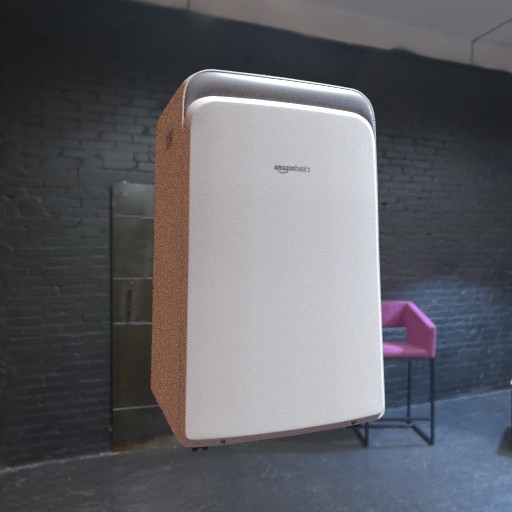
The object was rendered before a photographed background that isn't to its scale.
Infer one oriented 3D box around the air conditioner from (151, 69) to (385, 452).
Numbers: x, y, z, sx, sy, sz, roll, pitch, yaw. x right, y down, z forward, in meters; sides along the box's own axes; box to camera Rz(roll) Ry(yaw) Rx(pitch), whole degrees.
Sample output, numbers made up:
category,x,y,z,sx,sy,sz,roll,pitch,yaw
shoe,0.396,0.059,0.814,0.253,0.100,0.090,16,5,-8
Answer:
category,x,y,z,sx,sy,sz,roll,pitch,yaw
air conditioner,0.000,0.000,1.077,0.478,0.765,0.467,0,1,-19
